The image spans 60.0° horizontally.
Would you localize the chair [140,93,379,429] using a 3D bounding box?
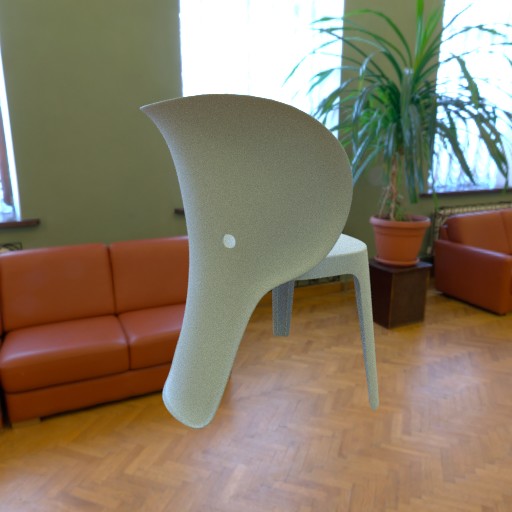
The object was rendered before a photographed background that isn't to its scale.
[{"bbox_3d":[0.000,0.000,0.863,0.402,0.554,0.451,-7,16,-26],"label":"chair"}]
